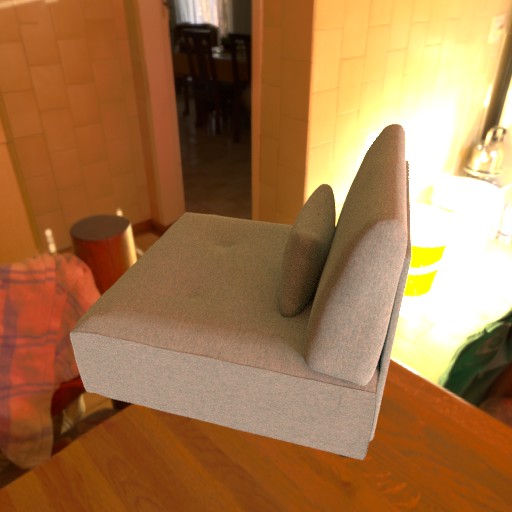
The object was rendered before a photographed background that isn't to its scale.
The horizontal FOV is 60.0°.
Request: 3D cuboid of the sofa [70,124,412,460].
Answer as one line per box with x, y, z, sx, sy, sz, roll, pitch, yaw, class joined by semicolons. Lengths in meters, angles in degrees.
0.000;0.000;1.643;1.000;0.820;0.930;8;32;14;sofa
